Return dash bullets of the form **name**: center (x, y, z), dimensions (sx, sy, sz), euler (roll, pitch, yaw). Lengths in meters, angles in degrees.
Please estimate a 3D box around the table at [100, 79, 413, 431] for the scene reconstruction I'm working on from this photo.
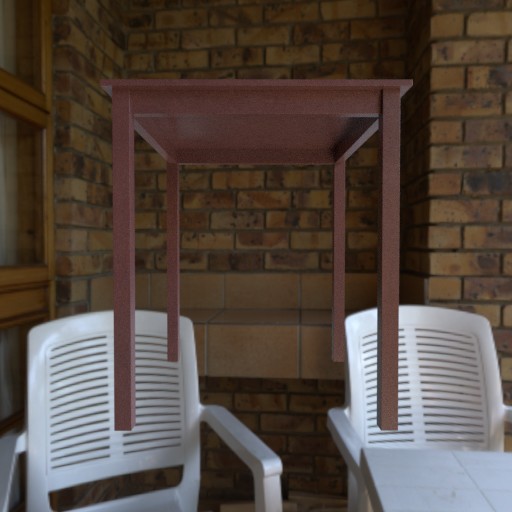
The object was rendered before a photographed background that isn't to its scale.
- **table**: center (0.000, 0.000, 1.661), dimensions (0.861, 0.991, 0.861), euler (0, 1, 0)
